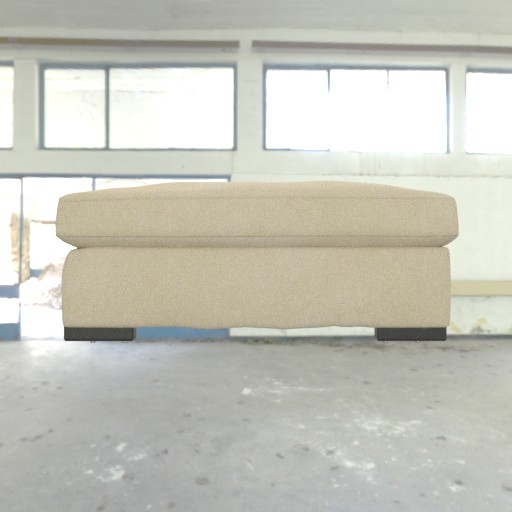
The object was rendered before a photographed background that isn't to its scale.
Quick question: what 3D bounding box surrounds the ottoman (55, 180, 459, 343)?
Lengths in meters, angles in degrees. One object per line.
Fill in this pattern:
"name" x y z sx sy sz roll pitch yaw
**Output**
"ottoman" 0.000 0.000 1.864 1.190 0.522 1.205 0 -1 0
